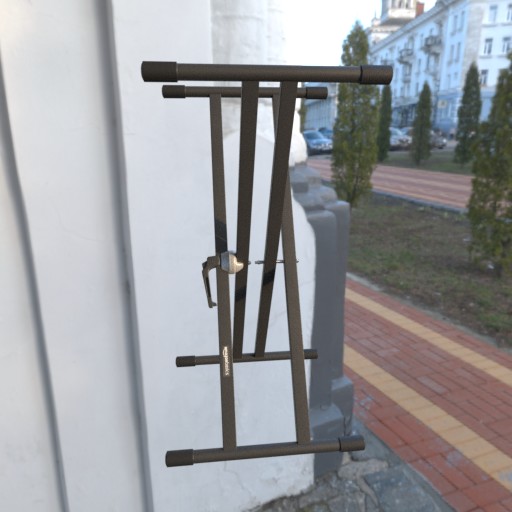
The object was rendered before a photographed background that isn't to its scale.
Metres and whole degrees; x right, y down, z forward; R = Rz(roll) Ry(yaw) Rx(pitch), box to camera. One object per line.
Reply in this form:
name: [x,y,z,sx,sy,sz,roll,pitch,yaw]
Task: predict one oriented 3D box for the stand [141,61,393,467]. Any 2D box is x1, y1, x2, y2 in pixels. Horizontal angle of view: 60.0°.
stand: [0.000,0.000,1.195,0.495,0.900,0.503,-2,16,-7]
